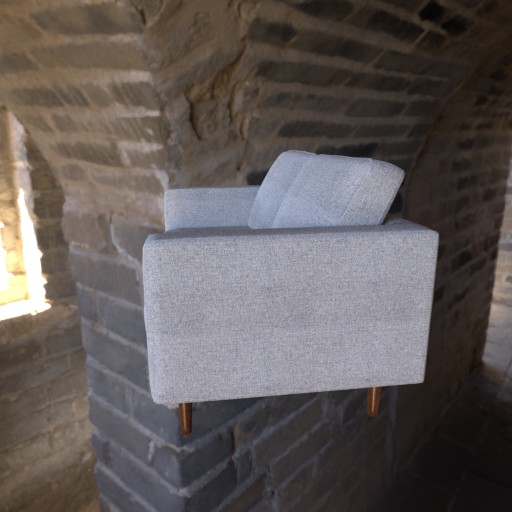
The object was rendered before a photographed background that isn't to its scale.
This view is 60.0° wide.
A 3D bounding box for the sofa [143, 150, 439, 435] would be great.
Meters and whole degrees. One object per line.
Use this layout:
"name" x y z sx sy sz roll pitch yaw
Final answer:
"sofa" 0.000 0.000 2.146 0.969 0.973 1.527 -2 15 -8
